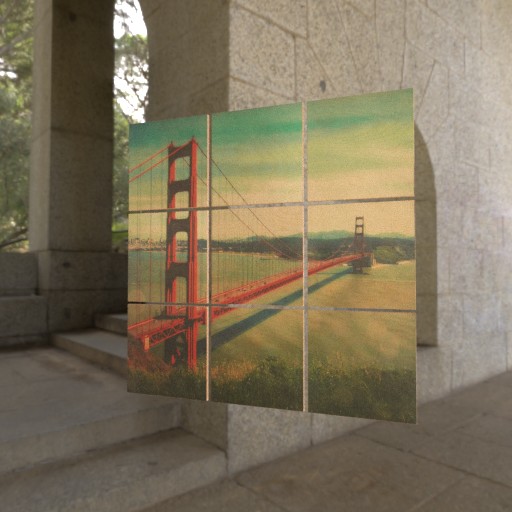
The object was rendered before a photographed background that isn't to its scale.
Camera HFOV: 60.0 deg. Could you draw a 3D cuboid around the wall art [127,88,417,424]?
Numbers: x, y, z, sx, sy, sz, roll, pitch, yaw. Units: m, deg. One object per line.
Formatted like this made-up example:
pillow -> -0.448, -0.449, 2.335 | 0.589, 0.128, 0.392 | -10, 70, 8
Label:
wall art -> 0.000, 0.000, 1.800 | 1.217, 1.207, 0.016 | -1, -2, 20
